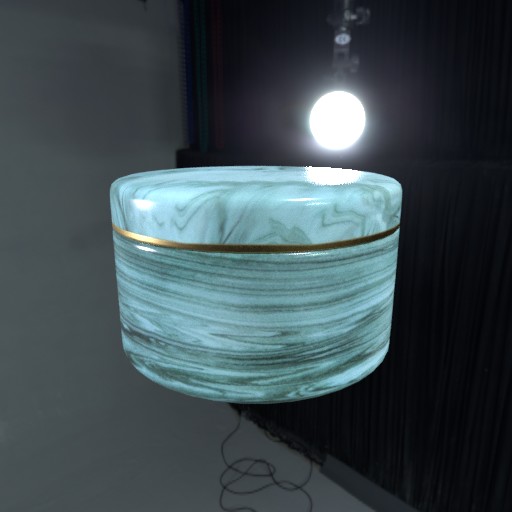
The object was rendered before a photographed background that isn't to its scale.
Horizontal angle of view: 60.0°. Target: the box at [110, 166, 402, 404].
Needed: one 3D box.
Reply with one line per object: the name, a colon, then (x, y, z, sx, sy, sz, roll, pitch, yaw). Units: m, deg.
box: (0.000, 0.000, 0.167, 0.101, 0.063, 0.101, 0, 15, 0)
